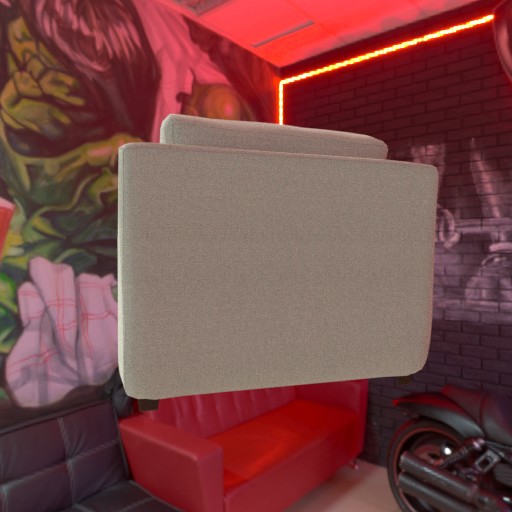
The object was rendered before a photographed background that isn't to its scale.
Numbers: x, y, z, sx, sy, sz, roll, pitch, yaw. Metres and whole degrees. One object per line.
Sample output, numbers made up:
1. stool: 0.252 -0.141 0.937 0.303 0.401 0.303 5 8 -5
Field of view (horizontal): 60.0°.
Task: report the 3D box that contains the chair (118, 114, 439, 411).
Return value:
1. chair: 0.000 0.000 1.975 1.178 1.016 1.009 0 0 -18
